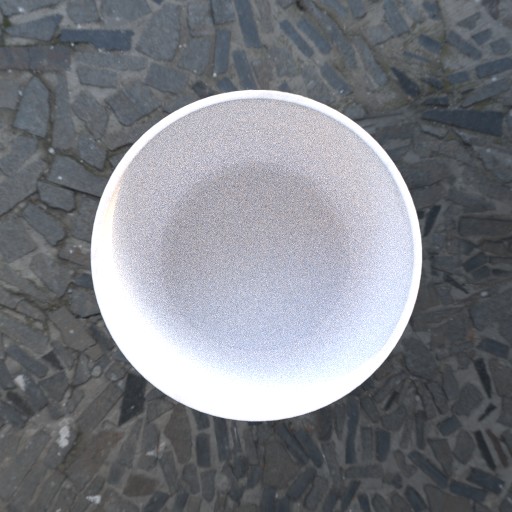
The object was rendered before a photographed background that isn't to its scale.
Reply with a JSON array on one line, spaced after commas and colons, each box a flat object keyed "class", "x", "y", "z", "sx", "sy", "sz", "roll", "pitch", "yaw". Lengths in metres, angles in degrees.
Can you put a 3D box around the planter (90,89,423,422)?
[{"class": "planter", "x": 0.000, "y": 0.000, "z": 0.315, "sx": 0.178, "sy": 0.157, "sz": 0.178, "roll": 0, "pitch": 90, "yaw": 0}]
